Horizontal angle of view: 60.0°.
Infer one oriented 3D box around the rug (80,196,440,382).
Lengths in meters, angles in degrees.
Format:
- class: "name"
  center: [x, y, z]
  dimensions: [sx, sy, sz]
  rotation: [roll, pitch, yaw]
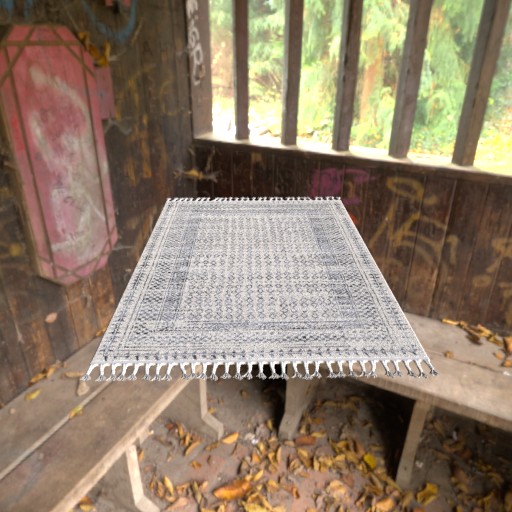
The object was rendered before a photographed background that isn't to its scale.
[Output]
- class: "rug"
  center: [0.000, 0.000, 2.338]
  dimensions: [1.243, 0.013, 1.872]
  rotation: [-1, 27, -1]
